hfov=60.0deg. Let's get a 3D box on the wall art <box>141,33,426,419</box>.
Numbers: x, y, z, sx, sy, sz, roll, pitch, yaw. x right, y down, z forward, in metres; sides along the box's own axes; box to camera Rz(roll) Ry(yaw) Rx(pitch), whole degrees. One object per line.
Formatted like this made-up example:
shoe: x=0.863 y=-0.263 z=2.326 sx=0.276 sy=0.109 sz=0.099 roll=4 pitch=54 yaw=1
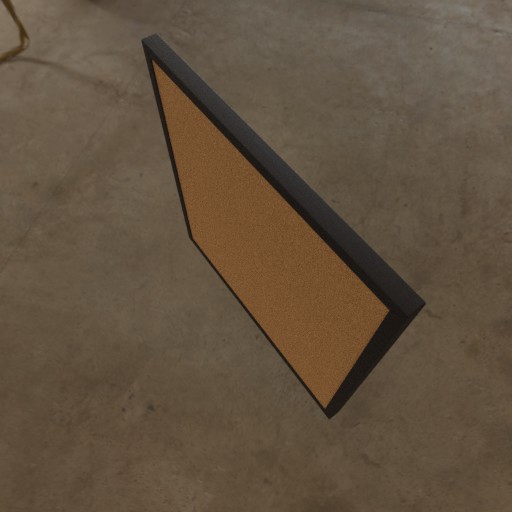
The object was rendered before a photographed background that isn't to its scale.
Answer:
wall art: x=0.000 y=0.000 z=1.098 sx=0.037 sy=0.763 sz=0.763 roll=-32 pitch=65 yaw=-17
